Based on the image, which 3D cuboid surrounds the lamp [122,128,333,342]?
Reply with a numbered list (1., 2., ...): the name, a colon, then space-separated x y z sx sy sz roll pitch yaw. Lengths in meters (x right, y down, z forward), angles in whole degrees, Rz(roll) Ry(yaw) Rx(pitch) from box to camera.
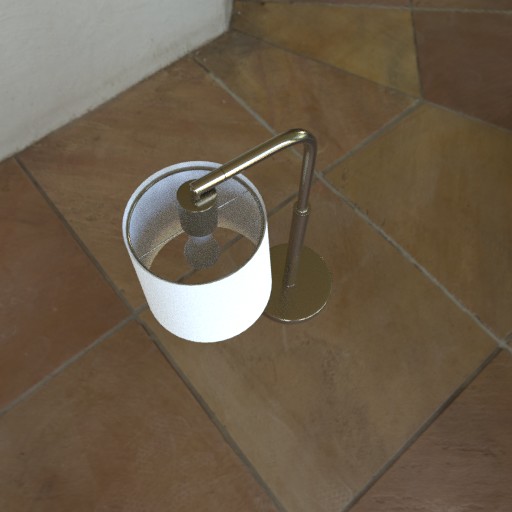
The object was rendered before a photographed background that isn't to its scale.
1. lamp: 0.000 0.000 0.647 0.333 0.489 0.171 -34 69 -15
